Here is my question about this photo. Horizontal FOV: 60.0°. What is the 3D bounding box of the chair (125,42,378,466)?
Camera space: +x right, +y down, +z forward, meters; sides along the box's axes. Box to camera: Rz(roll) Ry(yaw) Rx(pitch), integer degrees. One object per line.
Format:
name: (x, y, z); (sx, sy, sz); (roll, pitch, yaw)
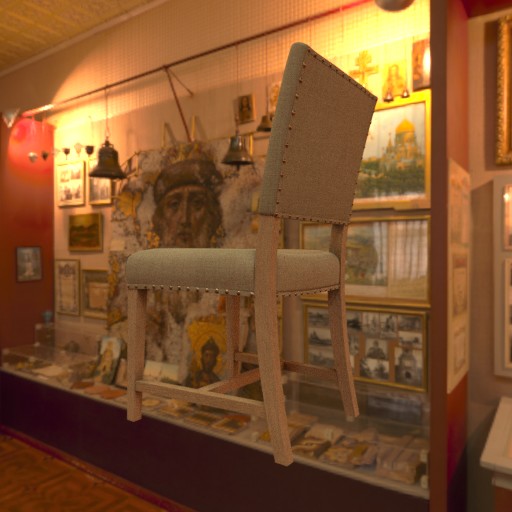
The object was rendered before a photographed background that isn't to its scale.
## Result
chair: (0.000, 0.000, 1.352); (0.622, 0.986, 0.508); (0, 1, 37)
